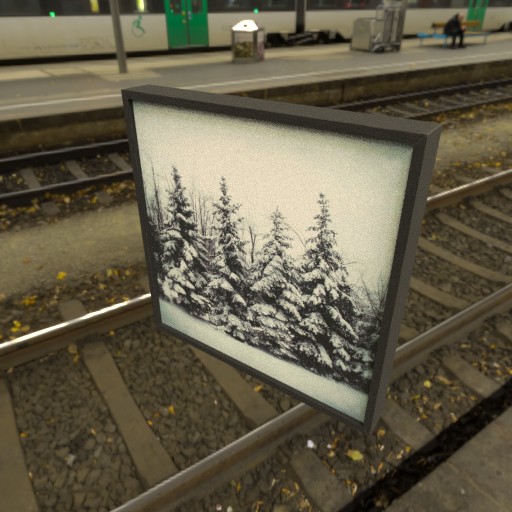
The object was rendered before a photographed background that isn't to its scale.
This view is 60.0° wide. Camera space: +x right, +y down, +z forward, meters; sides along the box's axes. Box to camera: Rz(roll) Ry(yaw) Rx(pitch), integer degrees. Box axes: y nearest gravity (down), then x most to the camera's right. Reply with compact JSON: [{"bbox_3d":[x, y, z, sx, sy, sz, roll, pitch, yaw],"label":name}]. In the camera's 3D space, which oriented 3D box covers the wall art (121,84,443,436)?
[{"bbox_3d":[0.000,0.000,0.461,0.305,0.305,0.037,19,35,29],"label":"wall art"}]
